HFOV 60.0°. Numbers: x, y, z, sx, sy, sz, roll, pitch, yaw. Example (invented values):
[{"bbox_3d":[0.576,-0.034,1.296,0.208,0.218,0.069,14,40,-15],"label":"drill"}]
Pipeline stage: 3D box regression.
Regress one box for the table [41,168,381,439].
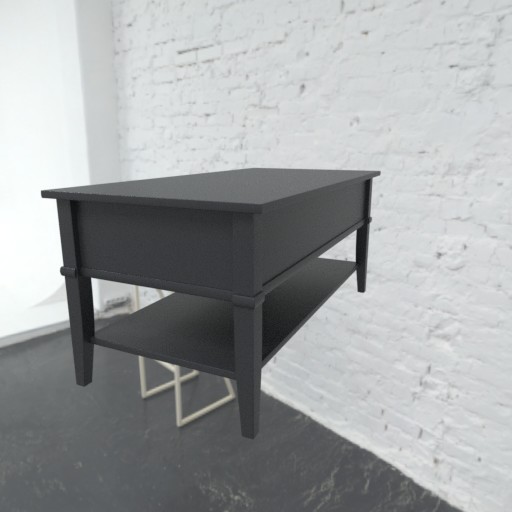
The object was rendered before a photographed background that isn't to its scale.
[{"bbox_3d":[0.000,0.000,1.353,0.523,0.470,1.044,7,16,25],"label":"table"}]
